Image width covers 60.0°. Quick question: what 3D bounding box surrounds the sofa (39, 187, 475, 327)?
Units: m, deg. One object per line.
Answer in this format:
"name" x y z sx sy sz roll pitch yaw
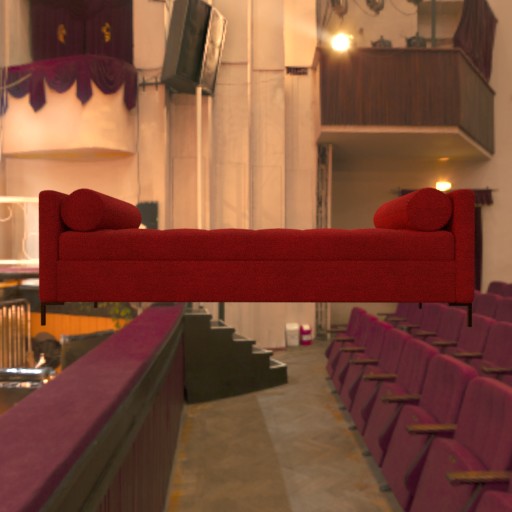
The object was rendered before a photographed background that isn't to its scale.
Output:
"sofa" 0.000 0.000 2.344 1.981 0.635 0.686 0 1 1
